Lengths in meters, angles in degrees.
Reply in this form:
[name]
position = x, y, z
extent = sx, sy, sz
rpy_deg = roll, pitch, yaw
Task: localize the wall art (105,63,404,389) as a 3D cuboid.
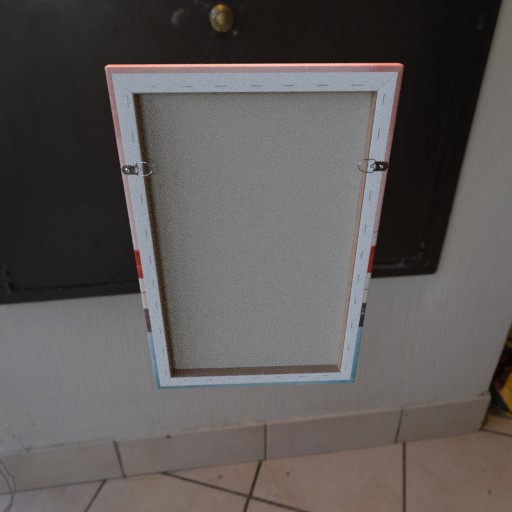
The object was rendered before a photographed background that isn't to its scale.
[wall art]
position = 0.000, 0.000, 1.147
extent = 0.610, 0.914, 0.038
rpy_deg = -1, 31, -2
